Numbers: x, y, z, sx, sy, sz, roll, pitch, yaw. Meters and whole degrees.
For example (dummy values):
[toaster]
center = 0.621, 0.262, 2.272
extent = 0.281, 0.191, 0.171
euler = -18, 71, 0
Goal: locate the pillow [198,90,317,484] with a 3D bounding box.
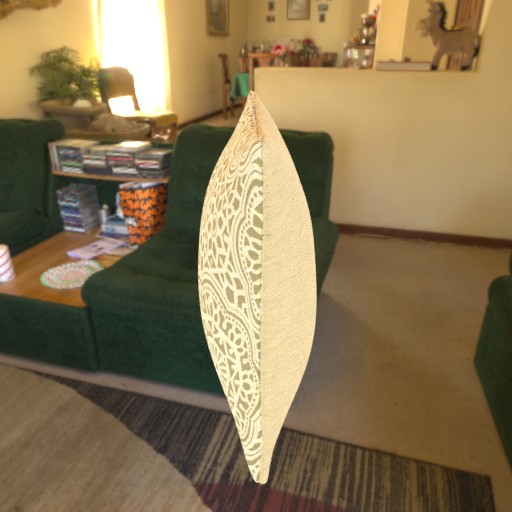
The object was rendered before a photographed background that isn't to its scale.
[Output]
[pillow]
center = 0.000, 0.000, 0.651
extent = 0.167, 0.421, 0.438
euler = -1, 25, -1
